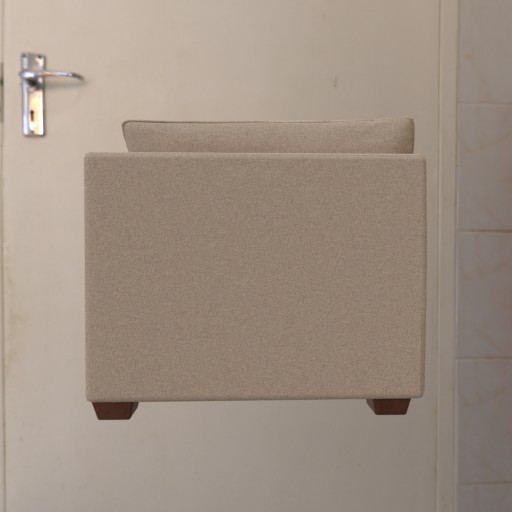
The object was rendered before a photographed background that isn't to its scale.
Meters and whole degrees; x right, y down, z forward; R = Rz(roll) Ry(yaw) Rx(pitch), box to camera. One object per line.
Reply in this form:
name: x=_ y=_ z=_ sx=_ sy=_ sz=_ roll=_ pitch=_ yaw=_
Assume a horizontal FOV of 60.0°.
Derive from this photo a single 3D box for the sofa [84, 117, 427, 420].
sofa: x=0.000 y=0.000 z=1.917 sx=1.084 sy=1.002 sz=1.146 roll=0 pitch=1 yaw=-2
